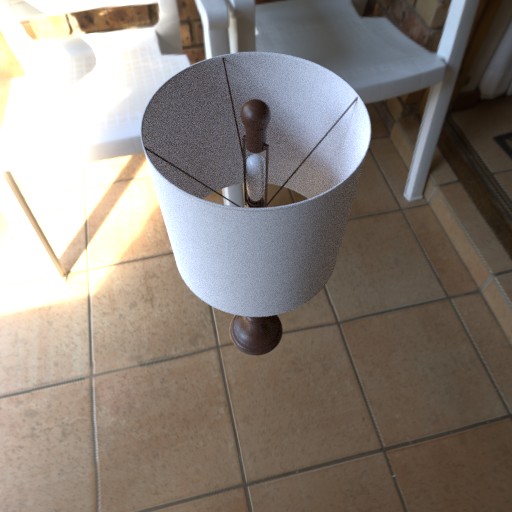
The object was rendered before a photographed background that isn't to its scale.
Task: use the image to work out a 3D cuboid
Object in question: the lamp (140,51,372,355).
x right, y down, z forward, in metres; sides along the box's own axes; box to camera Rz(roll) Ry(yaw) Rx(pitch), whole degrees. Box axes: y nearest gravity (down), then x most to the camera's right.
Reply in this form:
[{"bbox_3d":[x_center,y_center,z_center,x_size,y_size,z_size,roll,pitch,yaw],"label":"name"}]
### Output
[{"bbox_3d":[0.000,0.000,0.716,0.250,0.597,0.250,-16,59,-10],"label":"lamp"}]
